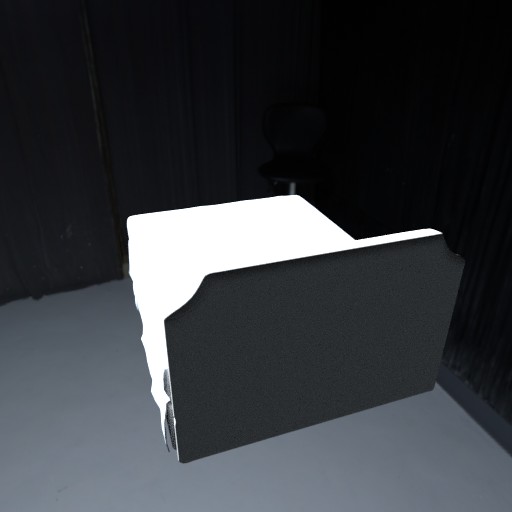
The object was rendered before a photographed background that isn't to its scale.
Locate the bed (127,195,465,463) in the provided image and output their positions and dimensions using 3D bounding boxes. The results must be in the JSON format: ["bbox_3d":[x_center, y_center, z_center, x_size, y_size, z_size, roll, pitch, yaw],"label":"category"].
[{"bbox_3d":[0.000,0.000,3.620,1.977,1.293,2.498,-9,29,-17],"label":"bed"}]
